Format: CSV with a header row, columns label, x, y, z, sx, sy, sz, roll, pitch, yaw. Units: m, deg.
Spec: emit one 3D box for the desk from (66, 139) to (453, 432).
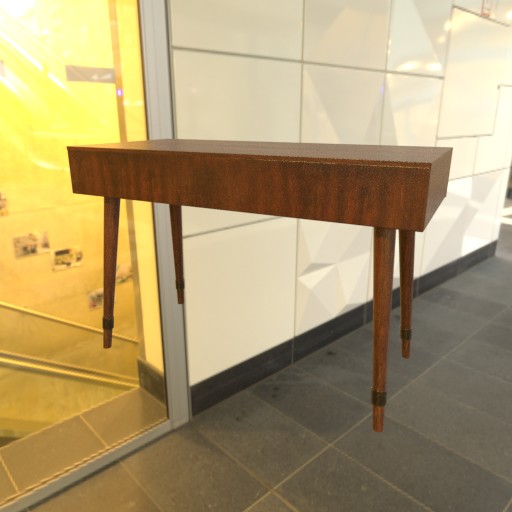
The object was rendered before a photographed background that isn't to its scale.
label,x,y,z,sx,sy,sz,roll,pitch,yaw
desk,0.000,0.000,2.148,1.577,1.031,0.734,9,20,26
